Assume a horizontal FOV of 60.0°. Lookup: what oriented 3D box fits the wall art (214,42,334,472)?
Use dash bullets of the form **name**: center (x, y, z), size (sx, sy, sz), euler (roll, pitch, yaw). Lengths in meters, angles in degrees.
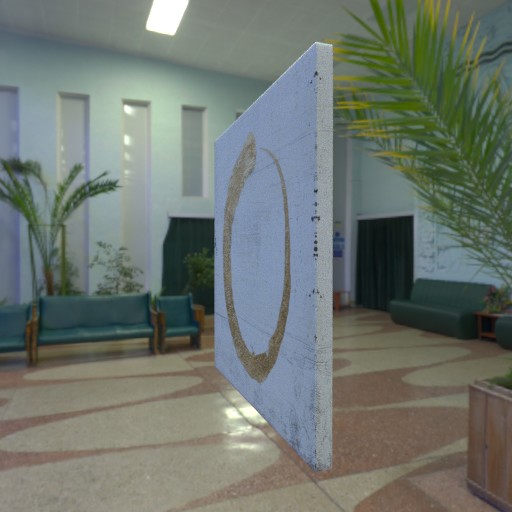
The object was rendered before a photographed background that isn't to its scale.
- **wall art**: center (0.000, 0.000, 1.144), size (0.038, 0.762, 0.762), euler (0, 1, -19)
